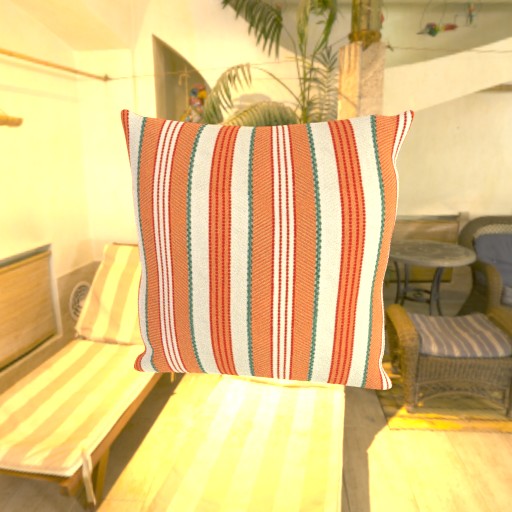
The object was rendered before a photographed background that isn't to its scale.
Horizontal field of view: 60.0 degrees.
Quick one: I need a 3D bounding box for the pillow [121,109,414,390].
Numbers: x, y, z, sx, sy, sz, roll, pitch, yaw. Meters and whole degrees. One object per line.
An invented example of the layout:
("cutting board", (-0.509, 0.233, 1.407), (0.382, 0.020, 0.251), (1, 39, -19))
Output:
("pillow", (0.000, 0.000, 0.690), (0.440, 0.441, 0.182), (2, 14, 9))
